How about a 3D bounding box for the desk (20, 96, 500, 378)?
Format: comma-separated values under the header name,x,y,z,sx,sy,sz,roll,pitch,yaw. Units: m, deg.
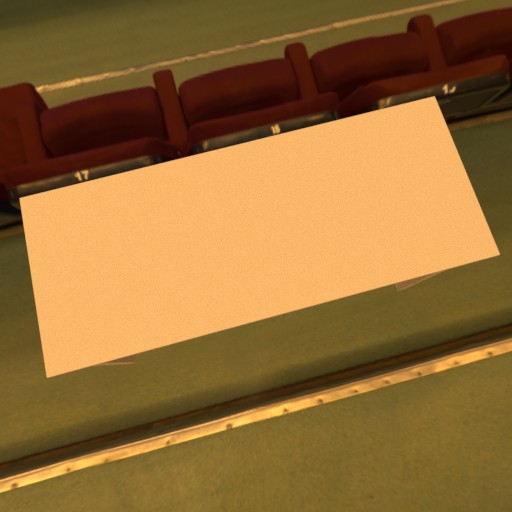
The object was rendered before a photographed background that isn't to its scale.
name,x,y,z,sx,sy,sz,roll,pitch,yaw
desk,0.000,0.000,1.730,1.372,0.774,0.559,-15,77,-4
